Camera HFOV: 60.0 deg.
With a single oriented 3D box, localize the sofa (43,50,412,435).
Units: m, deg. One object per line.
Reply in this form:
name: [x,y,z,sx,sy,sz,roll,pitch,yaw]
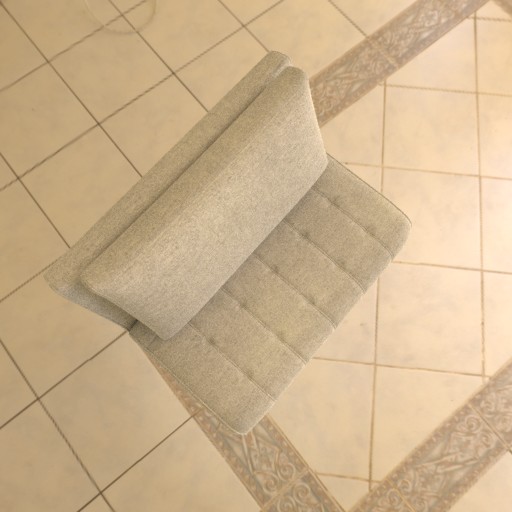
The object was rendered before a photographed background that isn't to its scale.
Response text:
sofa: [0.000,0.000,1.871,0.910,0.910,1.220,40,79,9]
